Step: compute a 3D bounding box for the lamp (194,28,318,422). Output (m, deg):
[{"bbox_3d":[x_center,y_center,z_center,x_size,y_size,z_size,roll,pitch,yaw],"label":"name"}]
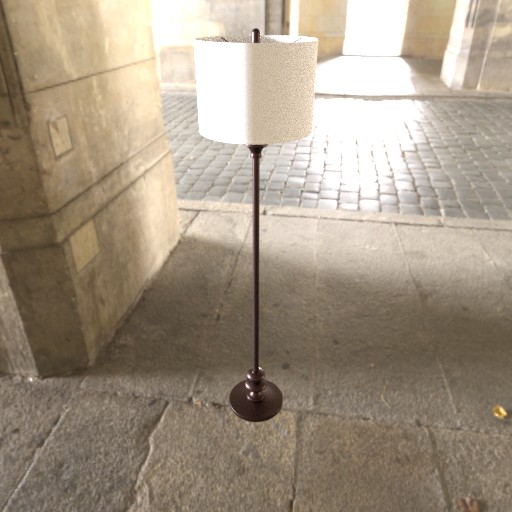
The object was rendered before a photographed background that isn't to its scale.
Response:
[{"bbox_3d":[0.000,0.000,1.626,0.356,1.487,0.356,-21,35,-32],"label":"lamp"}]
